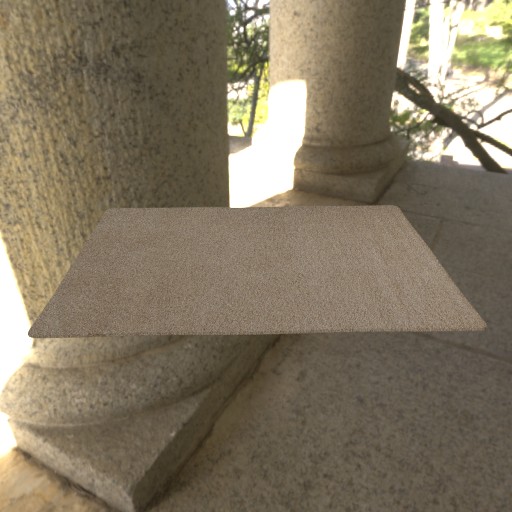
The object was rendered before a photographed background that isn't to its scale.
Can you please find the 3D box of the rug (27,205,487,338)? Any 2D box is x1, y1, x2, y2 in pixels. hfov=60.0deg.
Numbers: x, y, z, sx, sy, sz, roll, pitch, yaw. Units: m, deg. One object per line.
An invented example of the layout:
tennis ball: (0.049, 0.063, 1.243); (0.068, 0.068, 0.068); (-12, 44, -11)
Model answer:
rug: (0.000, 0.000, 3.355); (2.700, 0.024, 1.801); (-1, 30, -1)
